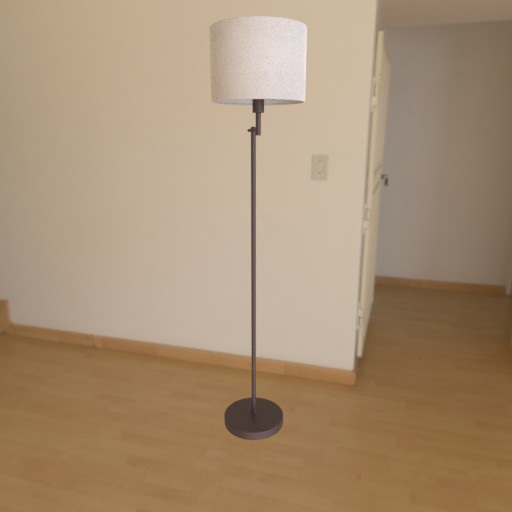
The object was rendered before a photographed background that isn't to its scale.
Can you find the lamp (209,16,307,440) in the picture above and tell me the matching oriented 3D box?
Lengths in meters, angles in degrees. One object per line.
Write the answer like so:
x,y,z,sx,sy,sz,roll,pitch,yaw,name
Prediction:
0.000,0.000,1.734,0.324,1.600,0.416,-2,15,-9,lamp
